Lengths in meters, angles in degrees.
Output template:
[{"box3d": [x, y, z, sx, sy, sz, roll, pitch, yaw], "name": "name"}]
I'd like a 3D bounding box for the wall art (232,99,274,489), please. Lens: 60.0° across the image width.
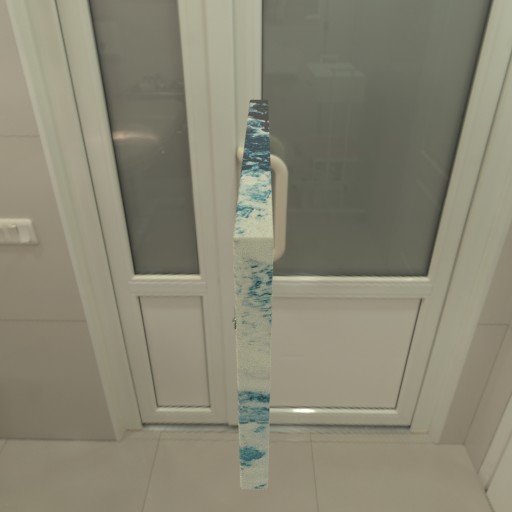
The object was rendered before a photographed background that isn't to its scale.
[{"box3d": [0.000, 0.000, 0.781, 0.043, 0.407, 0.609, 0, 31, 1], "name": "wall art"}]
